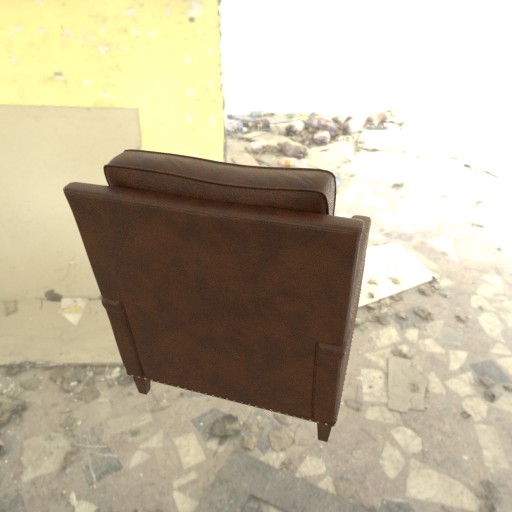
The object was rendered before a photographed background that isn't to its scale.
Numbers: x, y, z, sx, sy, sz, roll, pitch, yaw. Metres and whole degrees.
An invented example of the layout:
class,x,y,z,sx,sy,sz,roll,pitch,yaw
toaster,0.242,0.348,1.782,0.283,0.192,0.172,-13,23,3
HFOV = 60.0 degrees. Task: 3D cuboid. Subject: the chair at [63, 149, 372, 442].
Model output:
class,x,y,z,sx,sy,sz,roll,pitch,yaw
chair,0.000,0.000,1.807,0.854,1.054,1.035,9,33,15
